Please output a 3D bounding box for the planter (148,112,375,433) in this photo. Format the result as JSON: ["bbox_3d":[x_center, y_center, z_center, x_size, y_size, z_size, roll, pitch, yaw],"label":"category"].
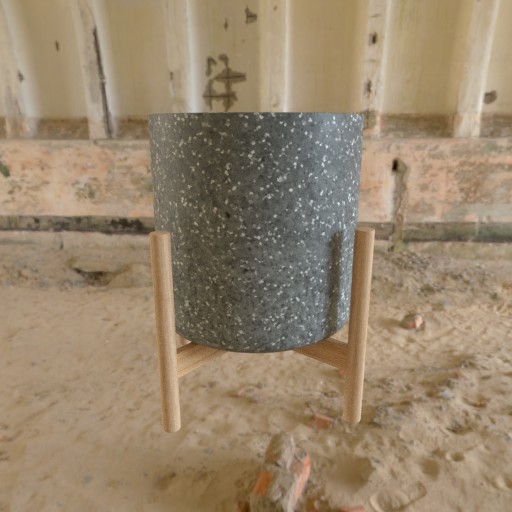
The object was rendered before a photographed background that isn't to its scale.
[{"bbox_3d":[0.000,0.000,0.694,0.360,0.419,0.360,-8,18,-26],"label":"planter"}]
